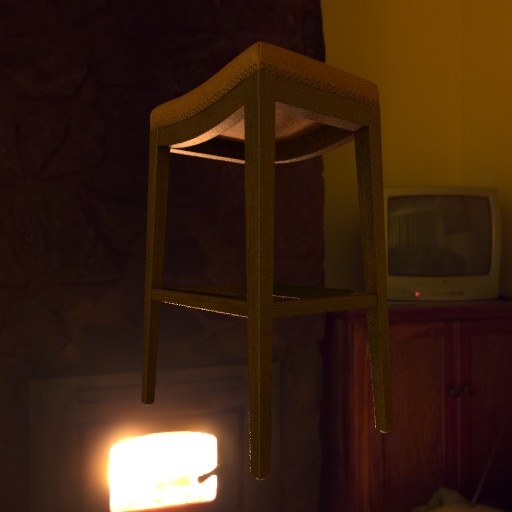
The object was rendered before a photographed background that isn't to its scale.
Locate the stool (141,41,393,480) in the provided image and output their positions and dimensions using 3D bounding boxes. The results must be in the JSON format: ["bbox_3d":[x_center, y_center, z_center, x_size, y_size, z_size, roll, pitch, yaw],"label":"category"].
[{"bbox_3d":[0.000,0.000,1.047,0.361,0.759,0.500,0,0,-37],"label":"stool"}]
